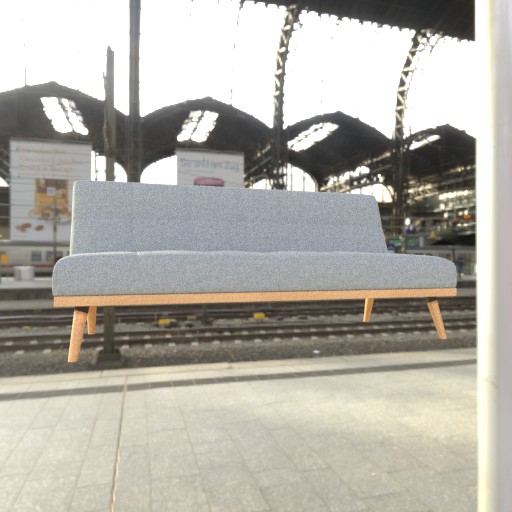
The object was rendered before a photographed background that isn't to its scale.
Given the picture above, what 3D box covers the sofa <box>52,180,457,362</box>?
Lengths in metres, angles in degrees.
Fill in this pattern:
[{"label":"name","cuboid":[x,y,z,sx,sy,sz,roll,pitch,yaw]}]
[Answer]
[{"label":"sofa","cuboid":[0.000,0.000,2.264,1.820,0.800,0.800,0,-1,-17]}]
